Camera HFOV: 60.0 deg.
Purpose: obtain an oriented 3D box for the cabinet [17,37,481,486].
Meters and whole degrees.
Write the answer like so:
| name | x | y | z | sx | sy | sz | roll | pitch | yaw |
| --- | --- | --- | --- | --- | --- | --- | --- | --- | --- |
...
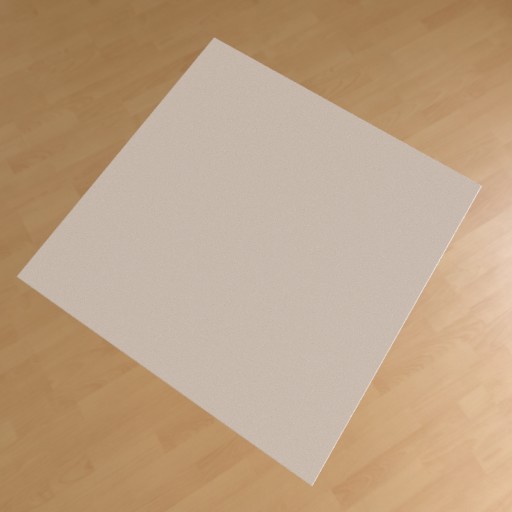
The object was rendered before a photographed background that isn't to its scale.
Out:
| name | x | y | z | sx | sy | sz | roll | pitch | yaw |
| --- | --- | --- | --- | --- | --- | --- | --- | --- | --- |
| cabinet | 0.000 | 0.000 | 1.276 | 0.800 | 0.460 | 0.800 | 32 | 77 | 9 |
